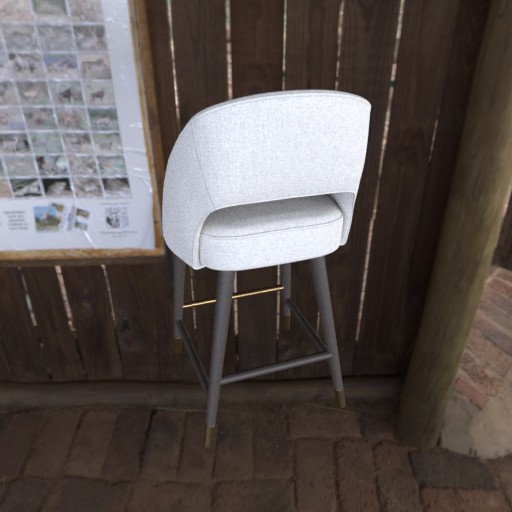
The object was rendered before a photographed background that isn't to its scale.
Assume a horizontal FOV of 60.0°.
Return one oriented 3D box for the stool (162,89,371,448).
[{"bbox_3d":[0.000,0.000,1.261,0.494,0.940,0.509,-9,28,-18],"label":"stool"}]
